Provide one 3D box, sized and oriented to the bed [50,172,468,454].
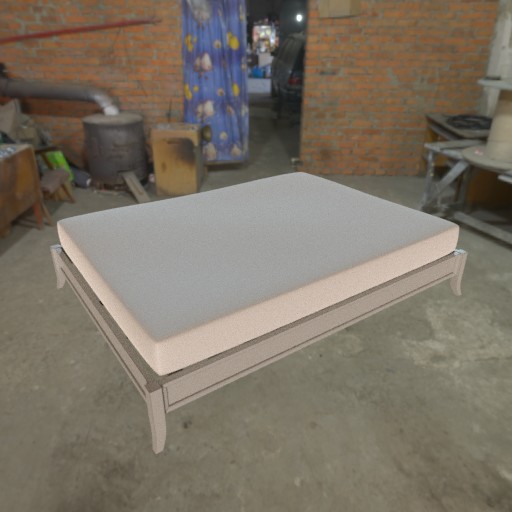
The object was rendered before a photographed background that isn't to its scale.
[{"bbox_3d":[0.000,0.000,2.783,2.108,0.510,1.604,-17,31,-31],"label":"bed"}]
